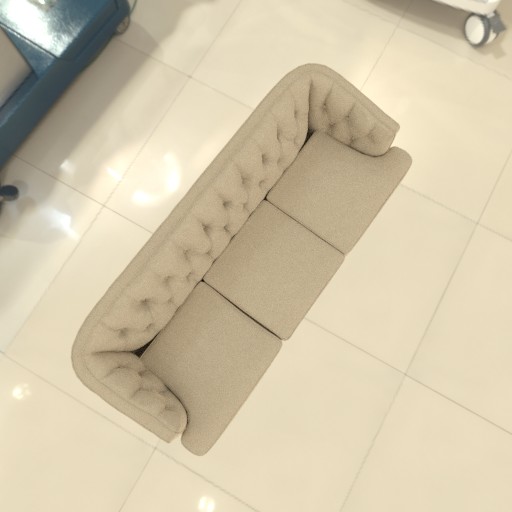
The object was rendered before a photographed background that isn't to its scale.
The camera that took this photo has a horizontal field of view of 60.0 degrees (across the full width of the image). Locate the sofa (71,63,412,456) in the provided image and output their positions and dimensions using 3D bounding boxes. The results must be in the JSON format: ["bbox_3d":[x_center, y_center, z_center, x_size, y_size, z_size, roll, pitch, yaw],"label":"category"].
[{"bbox_3d":[0.000,0.000,2.775,0.941,0.855,2.278,36,80,7],"label":"sofa"}]
